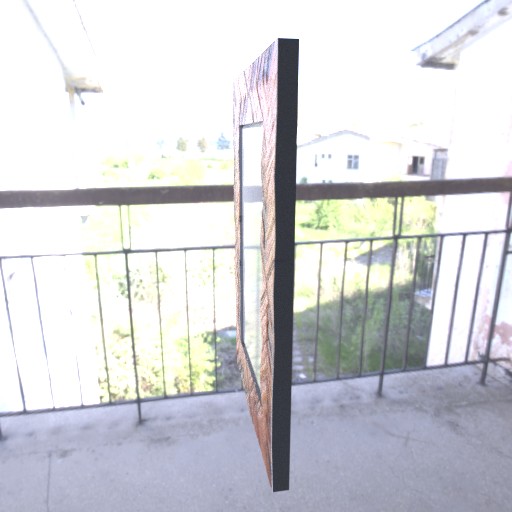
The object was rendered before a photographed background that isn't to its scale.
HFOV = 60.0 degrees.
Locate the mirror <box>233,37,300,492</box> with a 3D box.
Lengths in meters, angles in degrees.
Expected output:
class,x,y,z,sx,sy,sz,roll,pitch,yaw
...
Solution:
class,x,y,z,sx,sy,sz,roll,pitch,yaw
mirror,0.000,0.000,1.146,0.044,0.912,0.606,-3,15,-9
